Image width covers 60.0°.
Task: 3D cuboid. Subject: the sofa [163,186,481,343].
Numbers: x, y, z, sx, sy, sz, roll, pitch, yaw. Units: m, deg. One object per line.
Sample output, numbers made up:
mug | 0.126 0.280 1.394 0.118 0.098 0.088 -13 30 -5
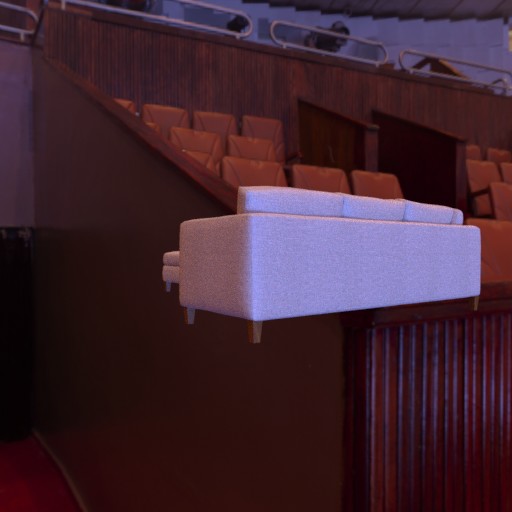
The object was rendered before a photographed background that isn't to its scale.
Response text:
sofa | 0.000 0.000 4.647 2.594 0.961 3.460 0 1 -36
